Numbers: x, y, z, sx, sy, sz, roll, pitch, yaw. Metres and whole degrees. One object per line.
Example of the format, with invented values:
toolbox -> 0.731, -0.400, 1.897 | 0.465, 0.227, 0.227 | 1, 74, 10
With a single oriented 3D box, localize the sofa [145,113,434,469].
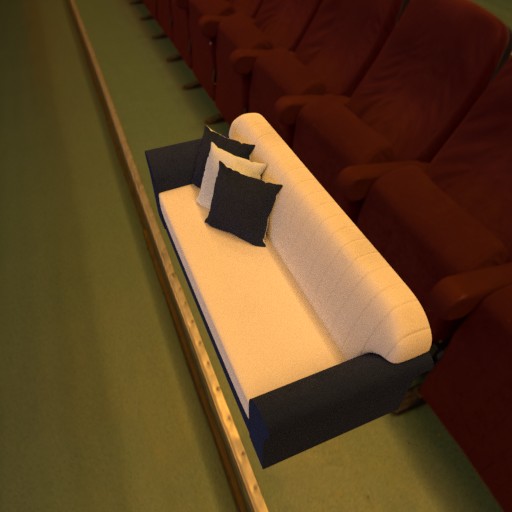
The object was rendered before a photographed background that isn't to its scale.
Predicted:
sofa -> 0.000, 0.000, 2.477 | 0.749, 0.789, 2.006 | -17, 49, -16
